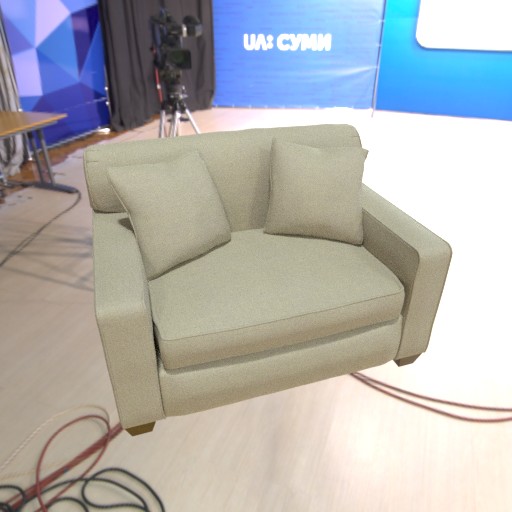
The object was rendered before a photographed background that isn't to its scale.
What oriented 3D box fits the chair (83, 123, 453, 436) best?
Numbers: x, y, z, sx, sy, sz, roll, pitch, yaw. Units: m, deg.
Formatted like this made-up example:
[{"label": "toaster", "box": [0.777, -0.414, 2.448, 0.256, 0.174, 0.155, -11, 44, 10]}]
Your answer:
[{"label": "chair", "box": [0.000, 0.000, 2.040, 1.383, 0.948, 1.000, -10, 32, -15]}]
